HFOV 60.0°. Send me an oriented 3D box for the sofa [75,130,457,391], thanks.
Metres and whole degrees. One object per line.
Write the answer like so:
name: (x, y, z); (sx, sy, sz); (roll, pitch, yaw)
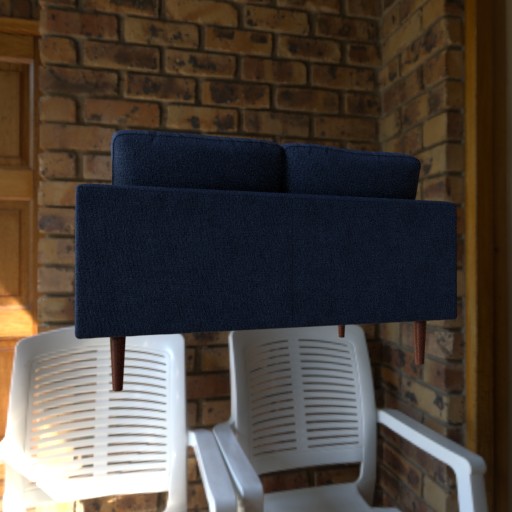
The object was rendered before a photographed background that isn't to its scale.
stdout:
sofa: (0.000, 0.000, 2.102); (1.582, 0.944, 0.903); (0, 0, -18)
